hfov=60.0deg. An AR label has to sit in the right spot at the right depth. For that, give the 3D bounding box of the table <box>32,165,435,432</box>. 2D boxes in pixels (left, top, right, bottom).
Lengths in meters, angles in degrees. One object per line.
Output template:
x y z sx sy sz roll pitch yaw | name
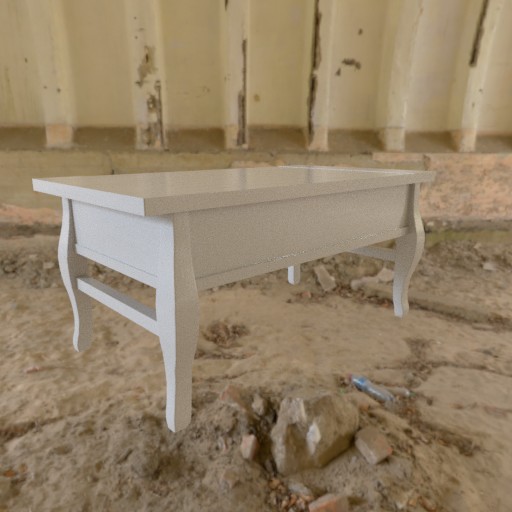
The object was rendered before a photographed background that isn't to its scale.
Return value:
0.000 0.000 1.367 1.062 0.495 0.600 -13 19 -41 | table
